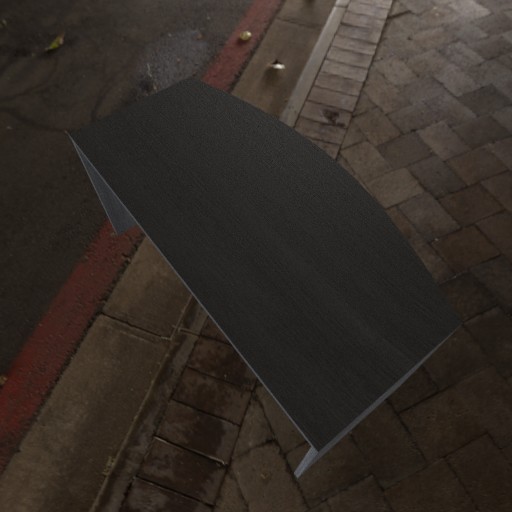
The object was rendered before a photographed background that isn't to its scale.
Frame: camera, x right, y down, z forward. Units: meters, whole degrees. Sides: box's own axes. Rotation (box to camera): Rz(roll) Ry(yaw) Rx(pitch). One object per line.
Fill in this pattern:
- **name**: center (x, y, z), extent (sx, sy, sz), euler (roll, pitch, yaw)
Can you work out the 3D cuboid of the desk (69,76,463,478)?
- **desk**: center (0.000, 0.000, 2.022), extent (0.802, 0.750, 1.600), euler (-33, 64, -19)
